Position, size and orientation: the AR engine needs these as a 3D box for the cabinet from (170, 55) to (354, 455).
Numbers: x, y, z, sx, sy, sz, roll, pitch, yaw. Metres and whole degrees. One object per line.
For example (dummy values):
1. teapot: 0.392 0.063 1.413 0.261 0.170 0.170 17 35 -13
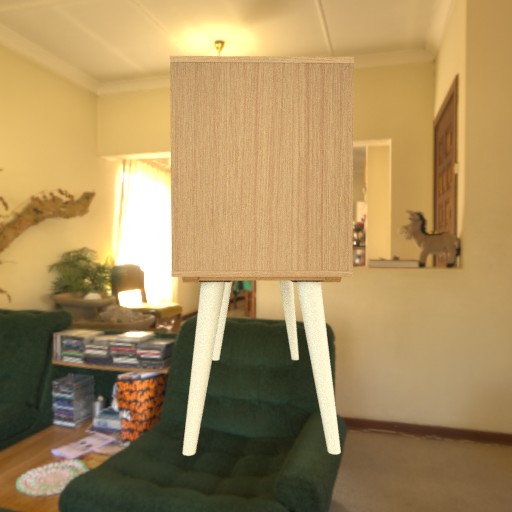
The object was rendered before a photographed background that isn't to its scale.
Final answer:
1. cabinet: 0.000 0.000 1.642 0.470 1.016 1.057 0 1 -1
